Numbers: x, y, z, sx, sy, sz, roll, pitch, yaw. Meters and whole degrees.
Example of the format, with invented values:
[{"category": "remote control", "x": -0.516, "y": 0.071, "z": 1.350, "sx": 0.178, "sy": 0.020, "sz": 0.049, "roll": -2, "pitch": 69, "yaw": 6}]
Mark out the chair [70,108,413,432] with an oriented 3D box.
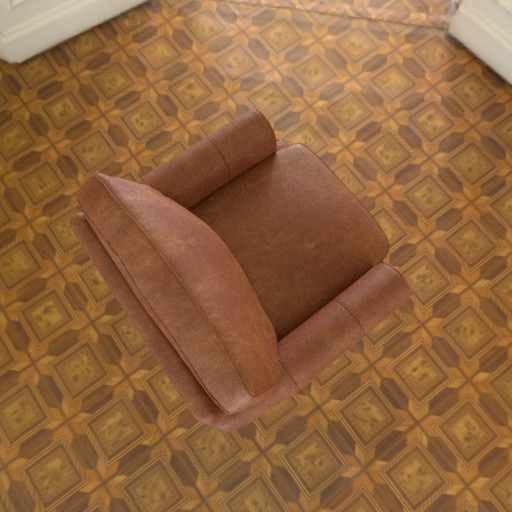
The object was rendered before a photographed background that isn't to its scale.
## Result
[{"category": "chair", "x": 0.000, "y": 0.000, "z": 1.734, "sx": 0.986, "sy": 0.962, "sz": 0.983, "roll": -36, "pitch": 77, "yaw": -9}]
